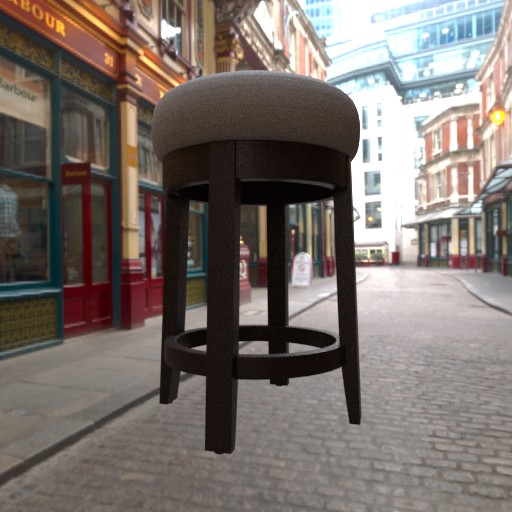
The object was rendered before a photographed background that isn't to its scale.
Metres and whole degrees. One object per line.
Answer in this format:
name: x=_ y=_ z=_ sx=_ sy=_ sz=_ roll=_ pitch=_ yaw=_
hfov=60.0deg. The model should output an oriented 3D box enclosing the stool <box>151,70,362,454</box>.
stool: x=0.000 y=0.000 z=0.960 sx=0.443 sy=0.672 sz=0.443 roll=0 pitch=-1 yaw=0
